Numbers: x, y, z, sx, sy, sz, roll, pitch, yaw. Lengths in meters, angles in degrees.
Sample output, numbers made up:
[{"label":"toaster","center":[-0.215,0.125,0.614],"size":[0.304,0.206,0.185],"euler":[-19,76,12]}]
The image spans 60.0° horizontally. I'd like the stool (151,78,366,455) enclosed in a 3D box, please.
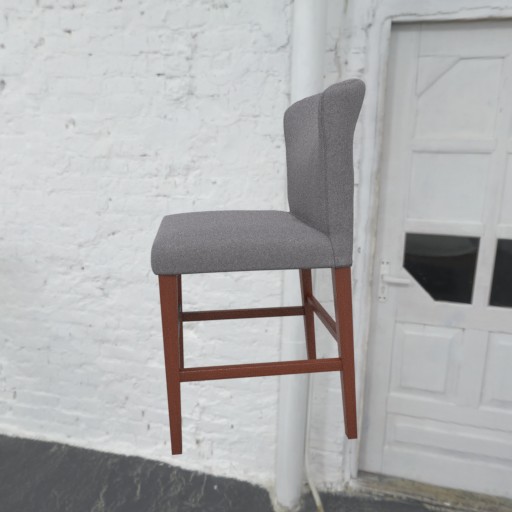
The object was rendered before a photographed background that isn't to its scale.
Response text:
[{"label":"stool","center":[0.000,0.000,1.306],"size":[0.568,0.968,0.481],"euler":[-2,14,-8]}]
